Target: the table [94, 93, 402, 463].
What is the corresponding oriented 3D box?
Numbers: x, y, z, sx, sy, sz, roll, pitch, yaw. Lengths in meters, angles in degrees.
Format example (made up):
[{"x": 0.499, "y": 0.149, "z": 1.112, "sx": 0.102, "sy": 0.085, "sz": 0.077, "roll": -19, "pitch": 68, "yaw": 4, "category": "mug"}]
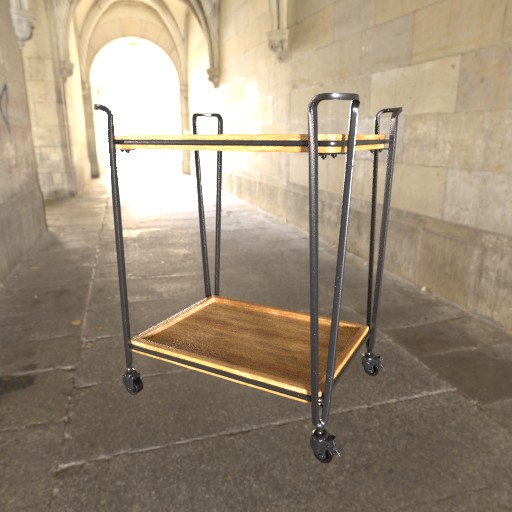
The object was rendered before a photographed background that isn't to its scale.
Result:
[{"x": 0.000, "y": 0.000, "z": 1.223, "sx": 0.672, "sy": 0.785, "sz": 0.505, "roll": 8, "pitch": 17, "yaw": 27, "category": "table"}]
